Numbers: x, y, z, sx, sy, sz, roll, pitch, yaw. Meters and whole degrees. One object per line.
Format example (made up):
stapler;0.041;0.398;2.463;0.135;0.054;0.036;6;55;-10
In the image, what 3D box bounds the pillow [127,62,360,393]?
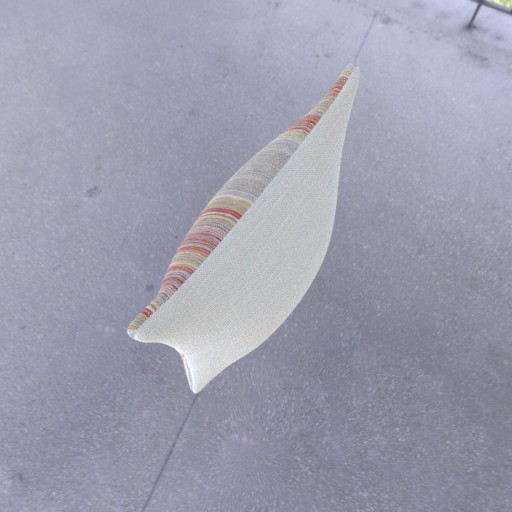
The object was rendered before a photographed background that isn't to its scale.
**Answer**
pillow;0.000;0.000;0.715;0.191;0.449;0.451;33;69;14
